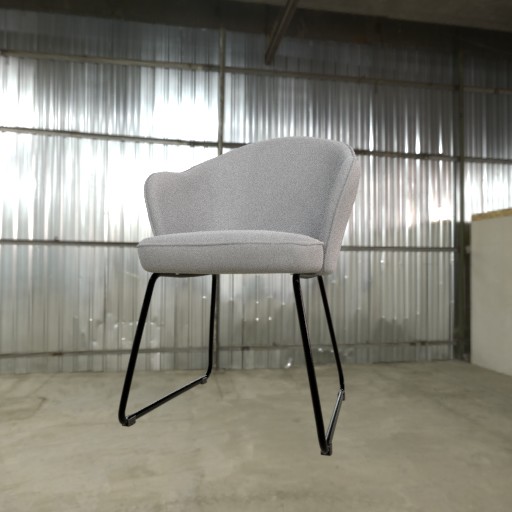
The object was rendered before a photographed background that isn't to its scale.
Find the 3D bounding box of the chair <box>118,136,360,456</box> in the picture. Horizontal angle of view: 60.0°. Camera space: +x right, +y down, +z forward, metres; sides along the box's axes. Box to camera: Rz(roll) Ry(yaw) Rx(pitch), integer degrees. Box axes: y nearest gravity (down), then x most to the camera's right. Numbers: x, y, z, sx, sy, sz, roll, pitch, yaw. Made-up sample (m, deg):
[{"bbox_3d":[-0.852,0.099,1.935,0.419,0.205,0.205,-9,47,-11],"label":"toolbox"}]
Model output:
[{"bbox_3d":[0.000,0.000,1.228,0.570,0.817,0.592,0,-1,19],"label":"chair"}]
